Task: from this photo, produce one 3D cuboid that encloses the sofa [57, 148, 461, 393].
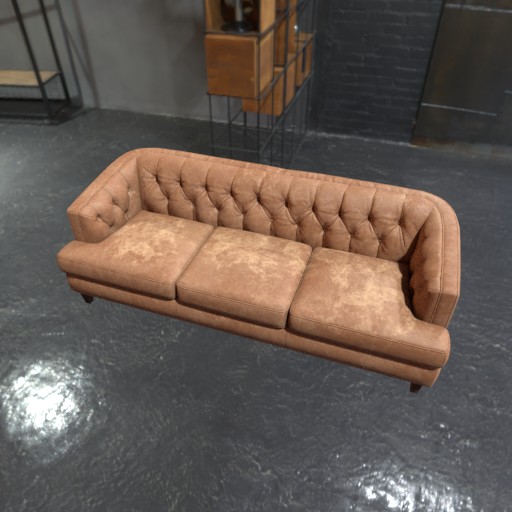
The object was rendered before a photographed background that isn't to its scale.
[{"bbox_3d":[0.000,0.000,2.720,2.257,0.791,0.922,12,41,15],"label":"sofa"}]
